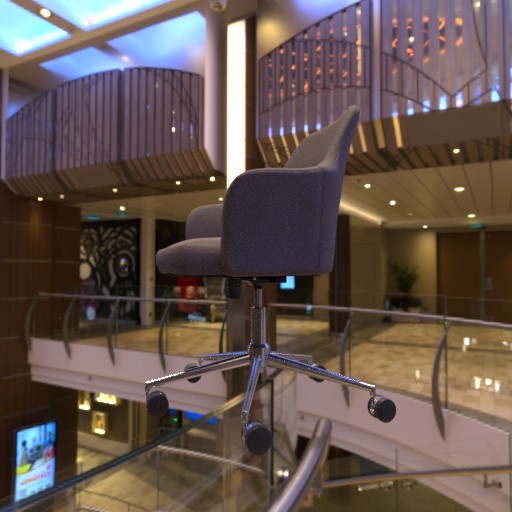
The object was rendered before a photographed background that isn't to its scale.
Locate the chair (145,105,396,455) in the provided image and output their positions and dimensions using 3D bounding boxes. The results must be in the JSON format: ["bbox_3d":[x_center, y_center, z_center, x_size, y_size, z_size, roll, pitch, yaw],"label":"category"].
[{"bbox_3d":[0.000,0.000,1.238,0.600,0.820,0.655,1,-2,-18],"label":"chair"}]
